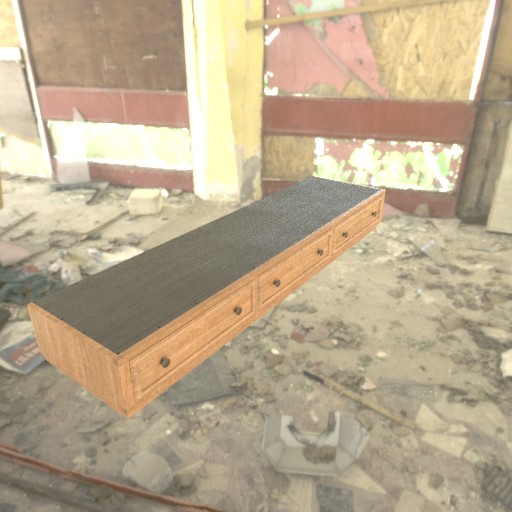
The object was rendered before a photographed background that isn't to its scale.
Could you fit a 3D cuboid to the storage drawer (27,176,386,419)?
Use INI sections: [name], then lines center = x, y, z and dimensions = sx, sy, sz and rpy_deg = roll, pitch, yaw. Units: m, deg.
[storage drawer]
center = 0.000, 0.000, 2.235
dimensions = 0.538, 0.264, 2.032
rpy_deg = 19, 32, 32
